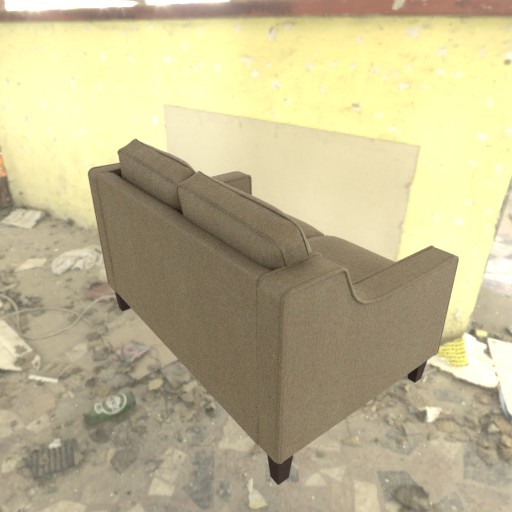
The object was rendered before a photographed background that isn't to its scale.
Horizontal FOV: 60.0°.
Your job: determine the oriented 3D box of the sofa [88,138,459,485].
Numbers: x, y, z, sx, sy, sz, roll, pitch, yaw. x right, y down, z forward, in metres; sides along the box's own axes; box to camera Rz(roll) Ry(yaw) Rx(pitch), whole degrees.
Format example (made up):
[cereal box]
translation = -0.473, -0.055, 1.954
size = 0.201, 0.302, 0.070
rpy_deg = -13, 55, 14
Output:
[sofa]
translation = 0.000, 0.000, 2.116
size = 0.985, 0.981, 1.503
rpy_deg = -20, 33, -33
